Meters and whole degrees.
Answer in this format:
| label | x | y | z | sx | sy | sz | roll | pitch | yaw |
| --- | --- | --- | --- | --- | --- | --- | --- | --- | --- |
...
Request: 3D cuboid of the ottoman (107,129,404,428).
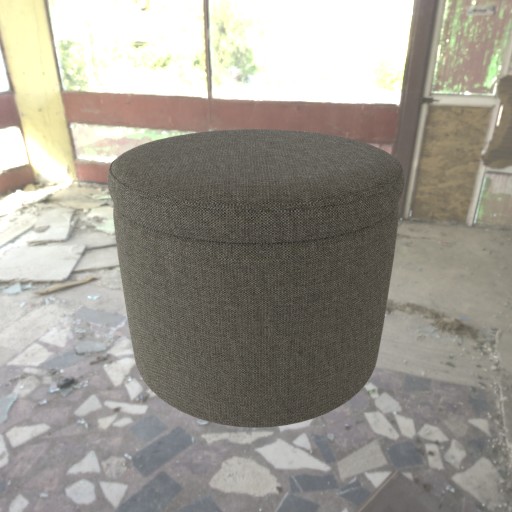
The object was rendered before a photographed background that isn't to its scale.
| label | x | y | z | sx | sy | sz | roll | pitch | yaw |
| --- | --- | --- | --- | --- | --- | --- | --- | --- | --- |
| ottoman | 0.000 | 0.000 | 0.883 | 0.520 | 0.430 | 0.520 | 0 | 26 | 0 |
